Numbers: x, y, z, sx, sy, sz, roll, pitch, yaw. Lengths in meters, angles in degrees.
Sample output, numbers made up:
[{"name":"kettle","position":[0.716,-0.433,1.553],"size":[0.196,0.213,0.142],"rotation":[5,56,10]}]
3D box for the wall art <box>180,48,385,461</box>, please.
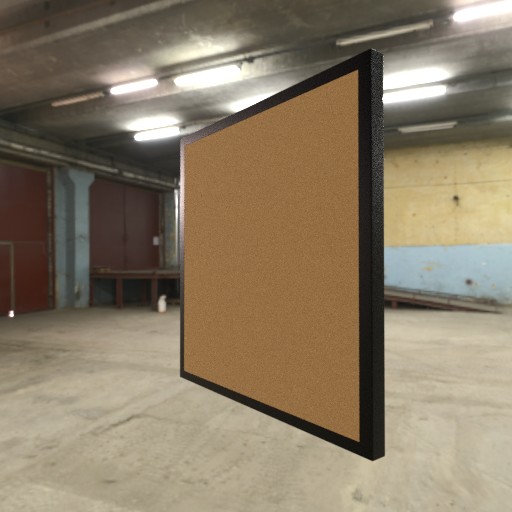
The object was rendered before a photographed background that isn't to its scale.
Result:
[{"name":"wall art","position":[0.000,0.000,1.127],"size":[0.038,0.761,0.755],"rotation":[1,-1,-37]}]
